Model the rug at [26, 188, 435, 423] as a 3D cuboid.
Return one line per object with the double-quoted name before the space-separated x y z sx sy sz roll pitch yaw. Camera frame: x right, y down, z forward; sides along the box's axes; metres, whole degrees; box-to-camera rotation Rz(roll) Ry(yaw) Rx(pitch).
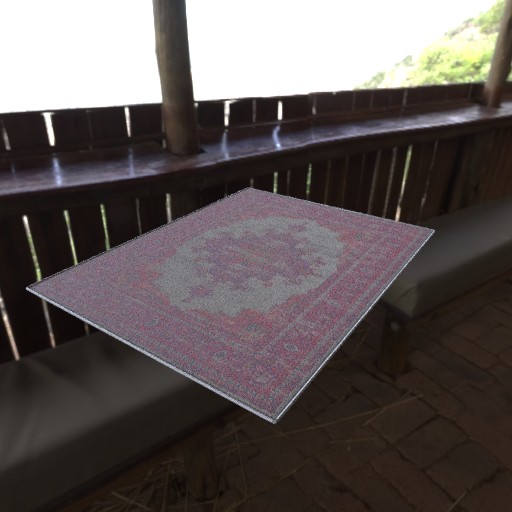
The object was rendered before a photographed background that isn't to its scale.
"rug" 0.000 0.000 4.153 2.447 0.017 3.123 18 32 31
